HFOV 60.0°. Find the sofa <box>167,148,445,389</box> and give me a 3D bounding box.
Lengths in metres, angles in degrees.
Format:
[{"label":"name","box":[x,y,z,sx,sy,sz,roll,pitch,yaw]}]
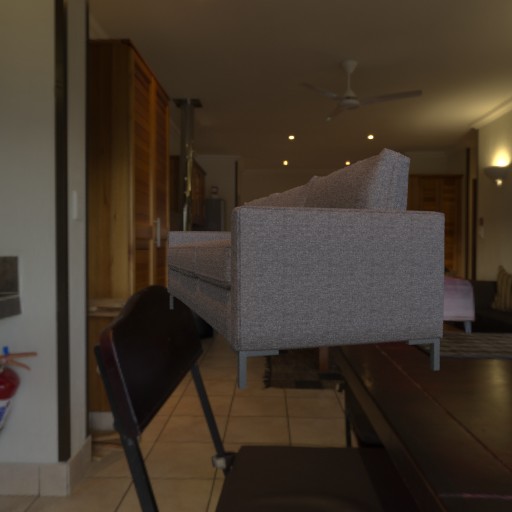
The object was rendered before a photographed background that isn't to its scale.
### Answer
[{"label":"sofa","box":[0.000,0.000,2.666,0.876,0.882,2.253,0,1,-17]}]
